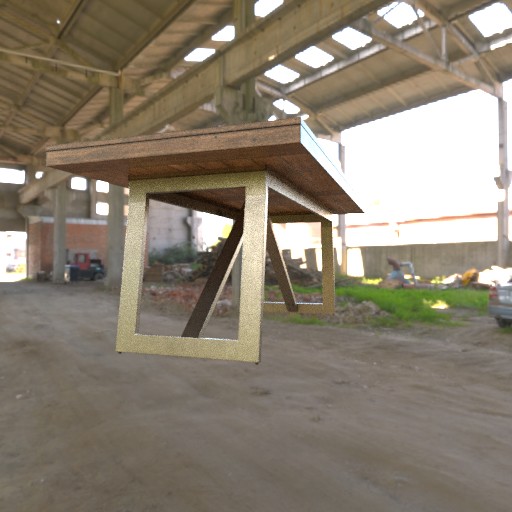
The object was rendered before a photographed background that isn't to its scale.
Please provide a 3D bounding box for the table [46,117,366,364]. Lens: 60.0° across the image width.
[{"bbox_3d":[0.000,0.000,2.300,0.931,0.757,1.867,0,-1,19],"label":"table"}]
